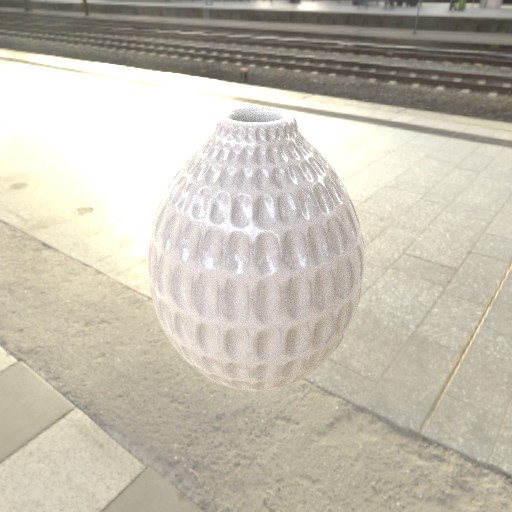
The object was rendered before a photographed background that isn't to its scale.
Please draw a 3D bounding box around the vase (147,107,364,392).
[{"bbox_3d":[0.000,0.000,0.266,0.128,0.167,0.128,0,32,0],"label":"vase"}]
